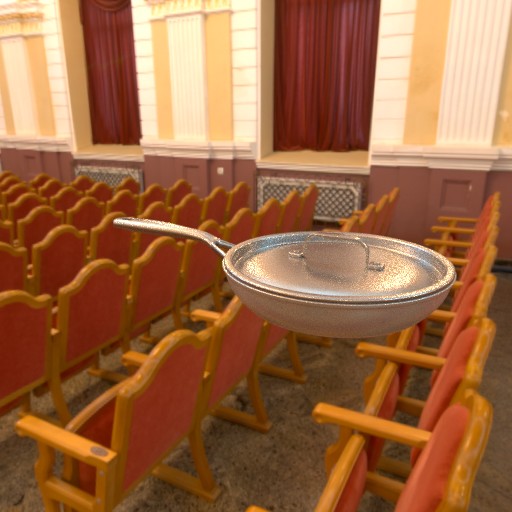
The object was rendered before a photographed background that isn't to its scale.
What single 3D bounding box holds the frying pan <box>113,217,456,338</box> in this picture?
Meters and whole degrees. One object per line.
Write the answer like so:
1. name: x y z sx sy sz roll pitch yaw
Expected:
1. frying pan: 0.000 0.000 0.592 0.490 0.086 0.272 9 19 27
